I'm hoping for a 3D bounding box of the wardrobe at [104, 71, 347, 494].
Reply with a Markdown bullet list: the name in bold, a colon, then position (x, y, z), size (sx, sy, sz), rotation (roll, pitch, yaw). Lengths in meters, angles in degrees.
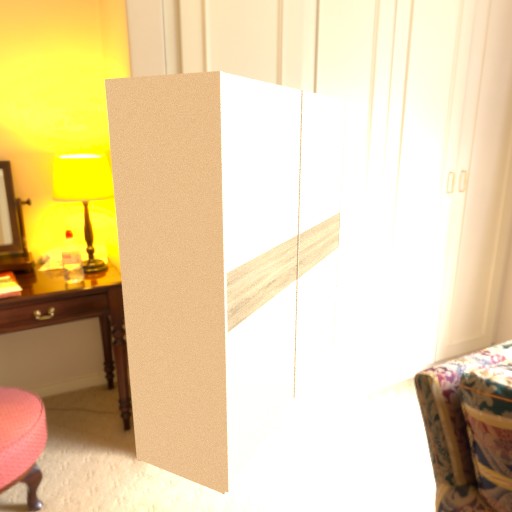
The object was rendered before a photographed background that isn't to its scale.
- **wardrobe**: position (0.000, 0.000, 2.908), size (0.600, 2.020, 1.830), rotation (8, 17, 25)
